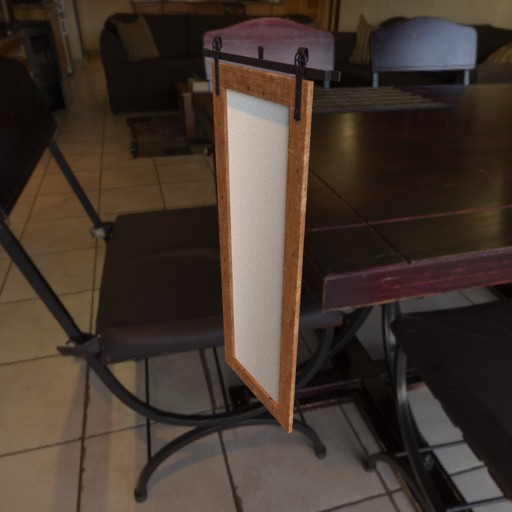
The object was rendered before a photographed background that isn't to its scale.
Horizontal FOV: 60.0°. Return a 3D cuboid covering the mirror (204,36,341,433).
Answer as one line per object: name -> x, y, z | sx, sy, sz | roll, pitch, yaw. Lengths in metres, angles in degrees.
mirror -> 0.000, 0.000, 2.048 | 0.042, 1.793, 0.847 | -19, 35, -29
